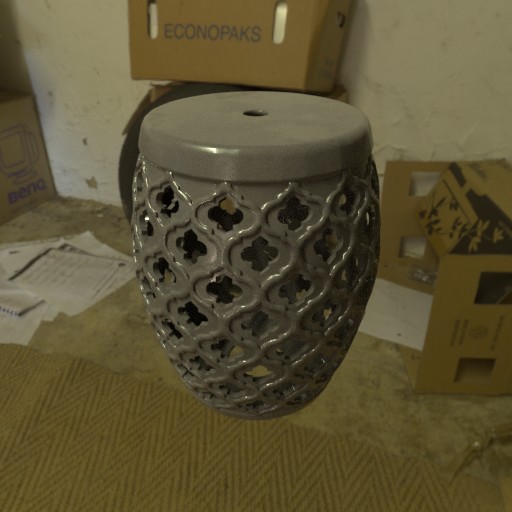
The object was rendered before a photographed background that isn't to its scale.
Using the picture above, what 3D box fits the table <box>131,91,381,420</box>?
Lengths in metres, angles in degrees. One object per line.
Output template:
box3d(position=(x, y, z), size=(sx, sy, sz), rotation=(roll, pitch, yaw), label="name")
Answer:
box3d(position=(0.000, 0.000, 0.613), size=(0.325, 0.388, 0.325), rotation=(0, 32, 0), label="table")
